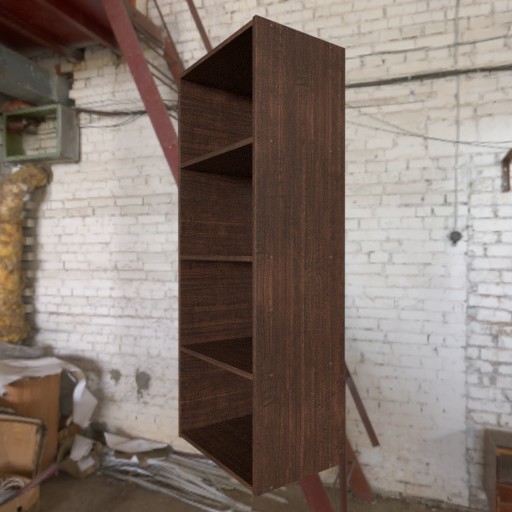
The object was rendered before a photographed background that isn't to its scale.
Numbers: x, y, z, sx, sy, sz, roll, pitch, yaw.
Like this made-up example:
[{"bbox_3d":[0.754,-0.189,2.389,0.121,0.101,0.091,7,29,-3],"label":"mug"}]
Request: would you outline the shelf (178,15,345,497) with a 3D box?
[{"bbox_3d":[0.000,0.000,1.260,0.290,1.099,0.415,0,1,-35],"label":"shelf"}]
